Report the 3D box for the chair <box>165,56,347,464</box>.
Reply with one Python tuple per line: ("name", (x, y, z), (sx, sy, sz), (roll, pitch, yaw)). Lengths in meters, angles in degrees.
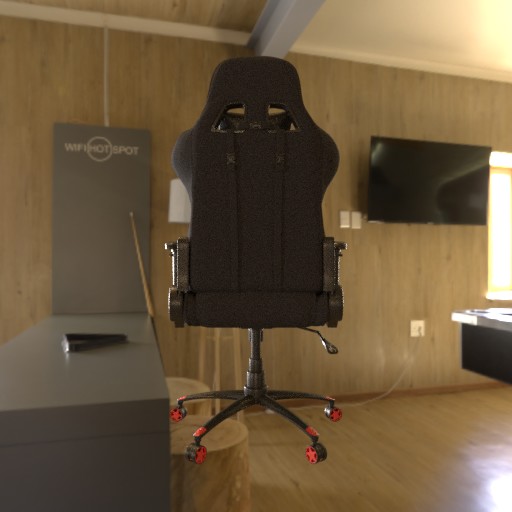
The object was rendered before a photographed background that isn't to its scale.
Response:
("chair", (0.000, 0.000, 1.721), (0.695, 1.326, 0.658), (0, 0, 0))
